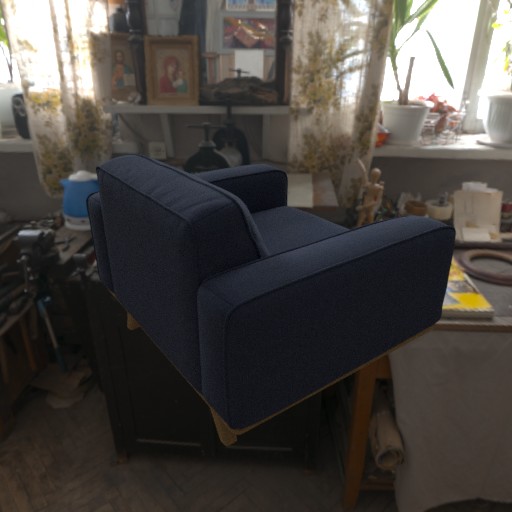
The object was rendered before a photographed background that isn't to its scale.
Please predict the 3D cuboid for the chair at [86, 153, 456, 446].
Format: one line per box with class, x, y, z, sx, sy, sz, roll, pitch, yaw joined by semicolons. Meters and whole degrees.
chair;0.000;0.000;1.737;0.953;0.783;1.118;-17;30;-32
